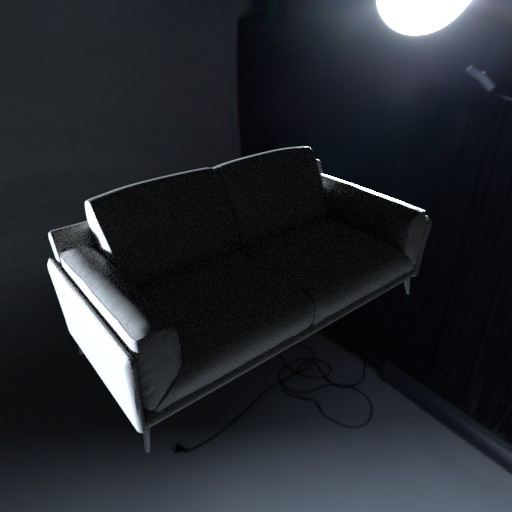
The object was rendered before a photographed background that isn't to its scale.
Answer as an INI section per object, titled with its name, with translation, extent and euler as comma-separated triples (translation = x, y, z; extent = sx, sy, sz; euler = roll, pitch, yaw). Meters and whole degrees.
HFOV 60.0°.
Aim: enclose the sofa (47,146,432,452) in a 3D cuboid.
[sofa]
translation = 0.000, 0.000, 2.666
extent = 2.101, 0.930, 1.049
euler = -22, 36, -33
